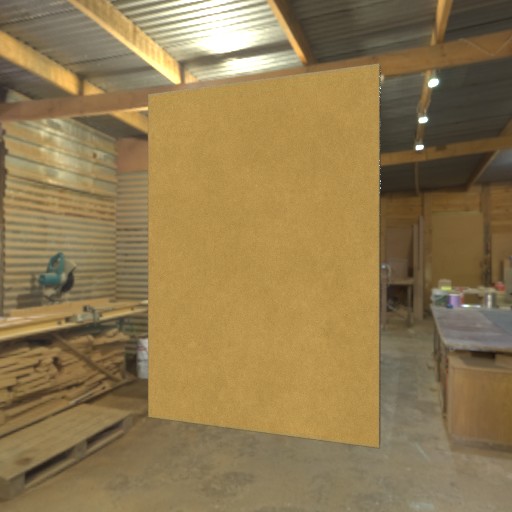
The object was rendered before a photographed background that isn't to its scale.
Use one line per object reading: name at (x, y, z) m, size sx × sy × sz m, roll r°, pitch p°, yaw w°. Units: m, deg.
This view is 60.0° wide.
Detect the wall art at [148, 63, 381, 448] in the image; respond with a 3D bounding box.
wall art at (0.000, 0.000, 0.582) m, size 0.314 × 0.455 × 0.019 m, roll 0°, pitch 0°, yaw 19°
